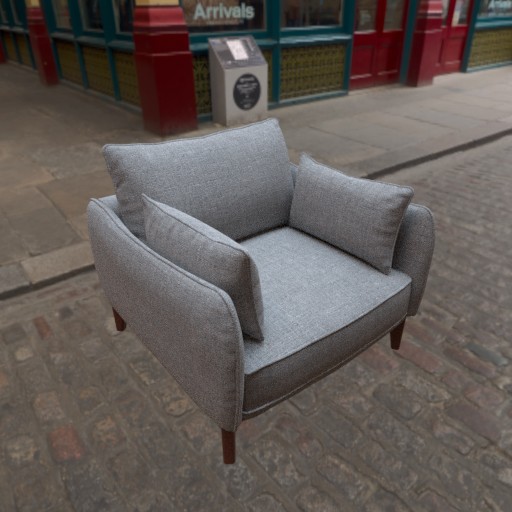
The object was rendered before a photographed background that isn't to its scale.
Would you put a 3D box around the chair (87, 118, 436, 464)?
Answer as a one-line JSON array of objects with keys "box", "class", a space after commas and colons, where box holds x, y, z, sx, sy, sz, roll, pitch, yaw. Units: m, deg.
[{"box": [0.000, 0.000, 1.719, 0.993, 0.839, 0.976, -22, 36, -33], "class": "chair"}]
